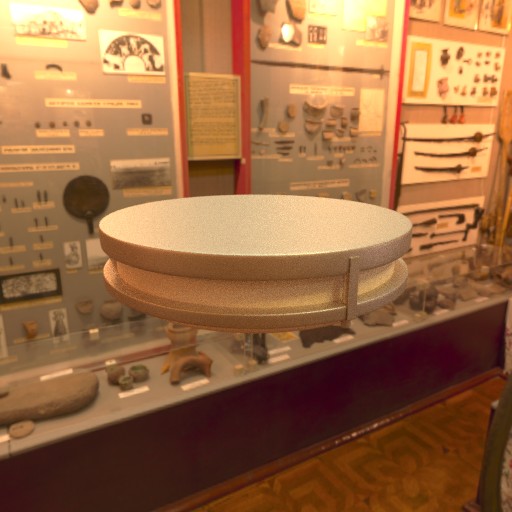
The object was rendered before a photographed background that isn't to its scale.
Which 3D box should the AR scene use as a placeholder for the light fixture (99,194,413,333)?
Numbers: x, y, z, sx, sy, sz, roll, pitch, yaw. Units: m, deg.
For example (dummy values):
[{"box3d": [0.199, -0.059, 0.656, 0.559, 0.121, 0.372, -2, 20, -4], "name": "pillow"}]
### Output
[{"box3d": [0.000, 0.000, 0.541, 0.356, 0.102, 0.356, 0, 16, 0], "name": "light fixture"}]
